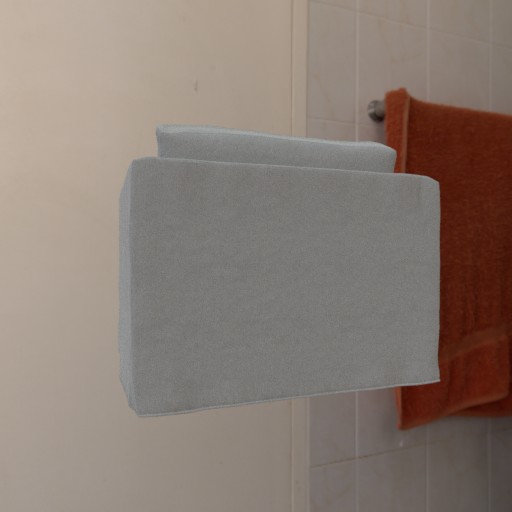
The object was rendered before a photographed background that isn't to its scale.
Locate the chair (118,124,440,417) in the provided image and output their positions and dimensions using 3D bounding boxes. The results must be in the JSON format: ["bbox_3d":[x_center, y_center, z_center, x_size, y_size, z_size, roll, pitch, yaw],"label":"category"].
[{"bbox_3d":[0.000,0.000,1.780,1.057,0.863,0.949,0,1,-19],"label":"chair"}]
